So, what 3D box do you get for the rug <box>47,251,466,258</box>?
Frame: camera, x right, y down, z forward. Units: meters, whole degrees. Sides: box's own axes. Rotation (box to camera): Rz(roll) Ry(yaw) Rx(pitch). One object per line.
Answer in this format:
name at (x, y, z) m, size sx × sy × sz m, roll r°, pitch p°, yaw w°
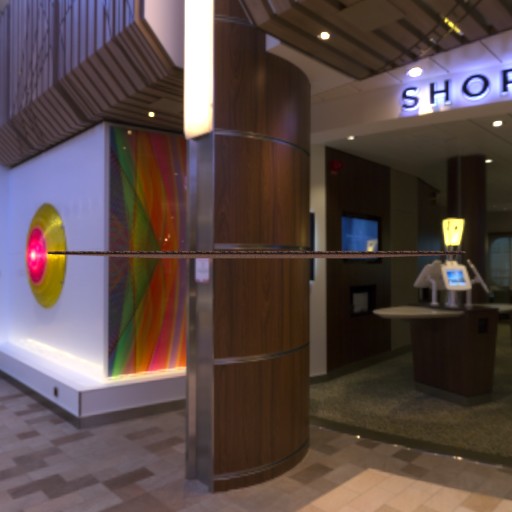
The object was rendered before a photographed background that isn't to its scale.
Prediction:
rug at (0.000, 0.000, 4.052) m, size 2.411 × 0.020 × 3.032 m, roll 0°, pitch -1°, yaw 0°
